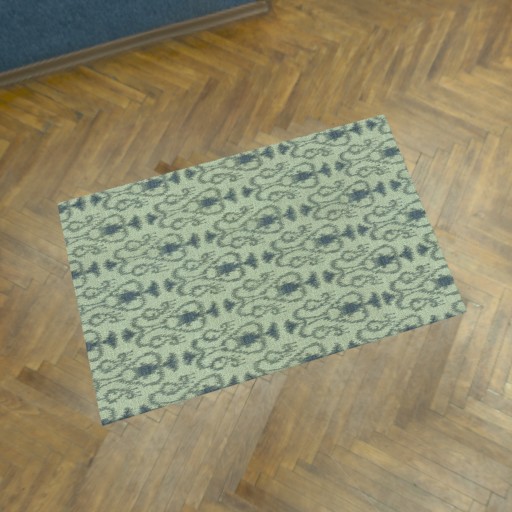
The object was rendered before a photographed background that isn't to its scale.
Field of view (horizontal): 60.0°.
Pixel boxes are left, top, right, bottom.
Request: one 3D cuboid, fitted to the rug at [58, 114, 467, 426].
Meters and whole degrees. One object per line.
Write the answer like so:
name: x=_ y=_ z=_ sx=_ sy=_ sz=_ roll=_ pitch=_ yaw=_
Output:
rug: x=0.000 y=0.000 z=2.032 sx=1.652 sy=0.006 sz=1.035 roll=-16 pitch=76 yaw=-4
